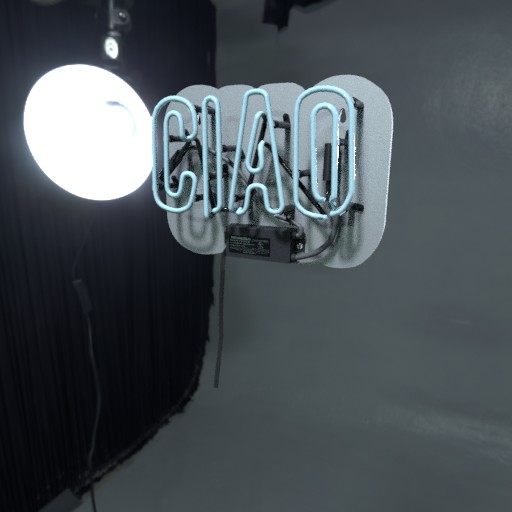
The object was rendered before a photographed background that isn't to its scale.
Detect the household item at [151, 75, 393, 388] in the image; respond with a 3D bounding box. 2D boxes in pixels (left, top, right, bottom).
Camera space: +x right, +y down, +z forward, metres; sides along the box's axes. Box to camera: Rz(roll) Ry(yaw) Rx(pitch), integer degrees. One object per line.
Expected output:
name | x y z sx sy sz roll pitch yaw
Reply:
household item | 0.000 0.000 0.390 0.211 0.294 0.042 7 16 25
